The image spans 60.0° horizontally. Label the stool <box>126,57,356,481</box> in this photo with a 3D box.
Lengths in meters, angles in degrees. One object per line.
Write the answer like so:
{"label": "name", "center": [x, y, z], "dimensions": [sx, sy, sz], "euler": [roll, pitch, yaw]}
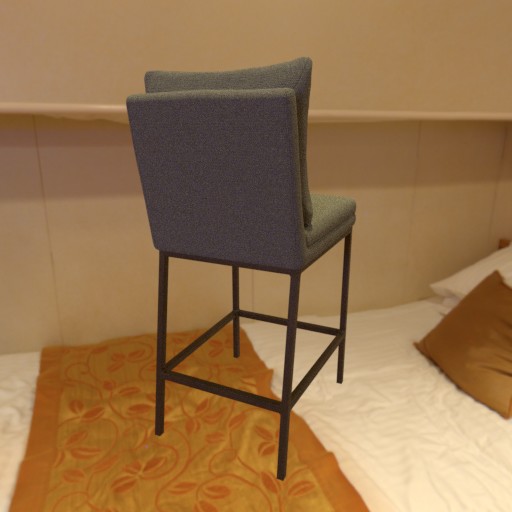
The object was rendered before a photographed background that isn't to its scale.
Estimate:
{"label": "stool", "center": [0.000, 0.000, 1.332], "dimensions": [0.463, 1.031, 0.569], "euler": [8, 18, 25]}
